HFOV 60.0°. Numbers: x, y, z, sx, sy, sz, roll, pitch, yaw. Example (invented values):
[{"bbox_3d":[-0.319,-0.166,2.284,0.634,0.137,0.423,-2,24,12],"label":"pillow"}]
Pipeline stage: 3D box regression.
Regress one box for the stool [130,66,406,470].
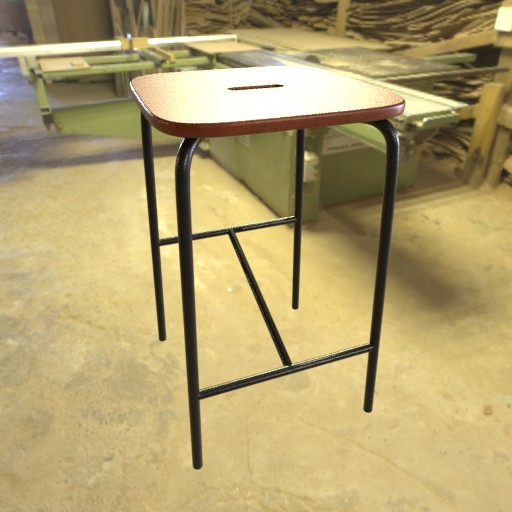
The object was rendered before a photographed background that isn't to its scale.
[{"bbox_3d":[0.000,0.000,0.841,0.376,0.610,0.376,-11,33,-17],"label":"stool"}]
